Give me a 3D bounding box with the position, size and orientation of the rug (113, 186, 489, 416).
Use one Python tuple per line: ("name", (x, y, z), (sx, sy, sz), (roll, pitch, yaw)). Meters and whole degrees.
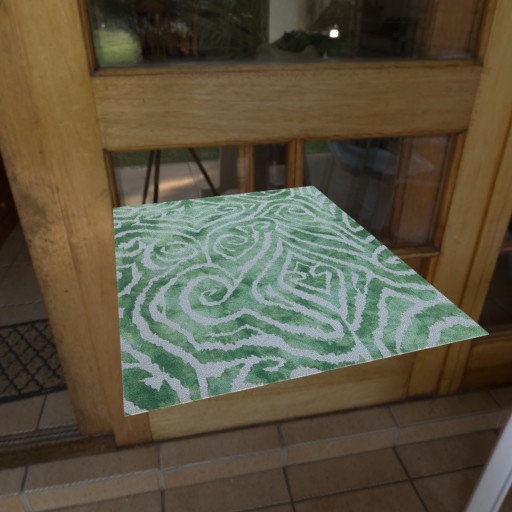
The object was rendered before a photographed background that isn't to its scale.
("rug", (0.000, 0.000, 4.020), (2.436, 0.007, 3.045), (-8, 30, -15))
